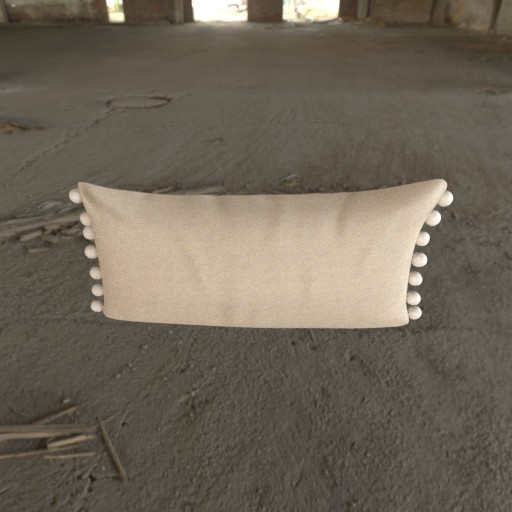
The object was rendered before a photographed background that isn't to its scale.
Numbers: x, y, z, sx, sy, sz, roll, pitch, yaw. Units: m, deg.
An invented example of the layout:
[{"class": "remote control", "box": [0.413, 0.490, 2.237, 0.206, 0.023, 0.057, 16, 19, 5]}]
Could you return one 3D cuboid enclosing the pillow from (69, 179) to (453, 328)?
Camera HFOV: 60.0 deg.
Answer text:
[{"class": "pillow", "box": [0.000, 0.000, 0.861, 0.709, 0.322, 0.201, 1, 31, 2]}]
